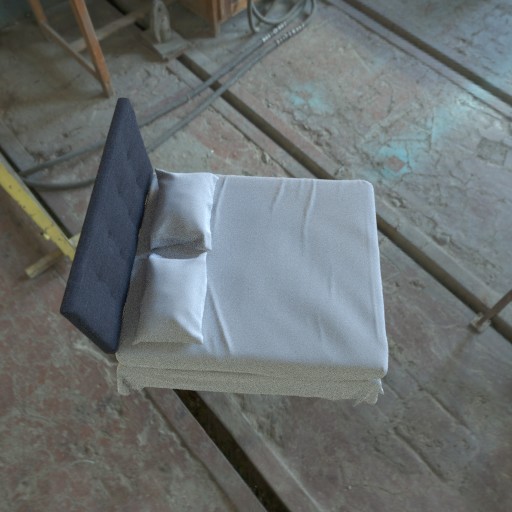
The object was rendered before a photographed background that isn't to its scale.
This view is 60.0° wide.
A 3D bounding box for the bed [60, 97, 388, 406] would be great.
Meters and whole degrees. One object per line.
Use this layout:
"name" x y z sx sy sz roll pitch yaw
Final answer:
"bed" 0.000 0.000 3.429 2.222 1.577 1.936 3 63 1
